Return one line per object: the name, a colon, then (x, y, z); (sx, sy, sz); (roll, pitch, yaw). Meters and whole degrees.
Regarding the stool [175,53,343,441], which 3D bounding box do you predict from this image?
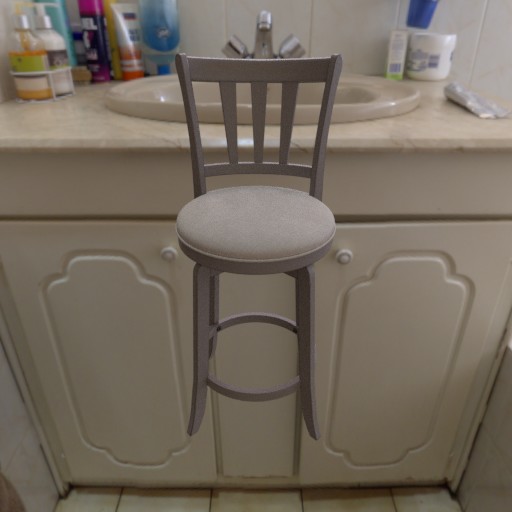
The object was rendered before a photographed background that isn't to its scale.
stool: (0.000, 0.000, 1.256); (0.436, 1.023, 0.475); (1, 29, 2)
